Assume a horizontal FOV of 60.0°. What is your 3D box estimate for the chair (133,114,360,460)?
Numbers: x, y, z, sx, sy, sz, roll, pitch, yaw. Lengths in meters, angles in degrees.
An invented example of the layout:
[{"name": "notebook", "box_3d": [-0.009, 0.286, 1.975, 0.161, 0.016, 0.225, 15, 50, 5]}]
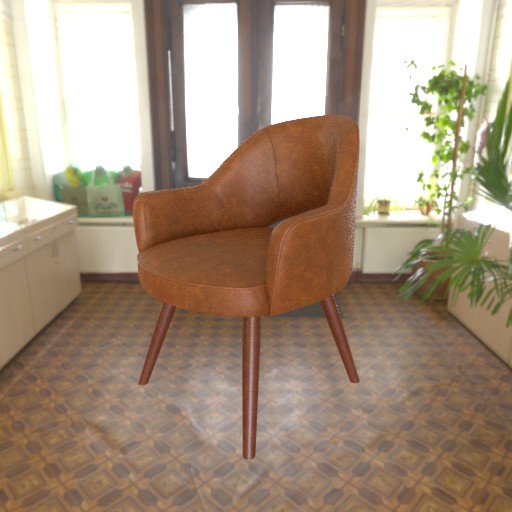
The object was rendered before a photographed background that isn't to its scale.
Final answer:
[{"name": "chair", "box_3d": [0.000, 0.000, 1.249, 0.591, 0.777, 0.640, 14, 21, 42]}]
